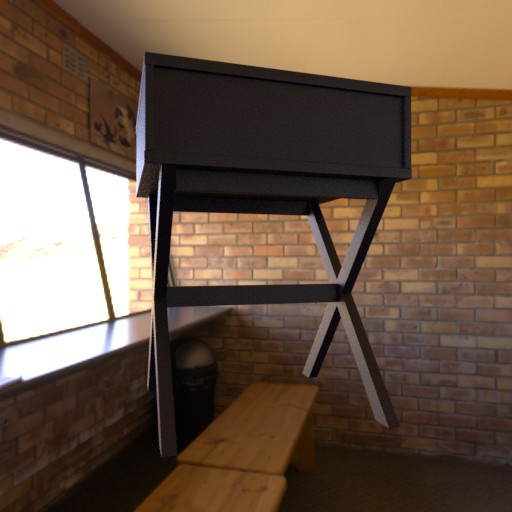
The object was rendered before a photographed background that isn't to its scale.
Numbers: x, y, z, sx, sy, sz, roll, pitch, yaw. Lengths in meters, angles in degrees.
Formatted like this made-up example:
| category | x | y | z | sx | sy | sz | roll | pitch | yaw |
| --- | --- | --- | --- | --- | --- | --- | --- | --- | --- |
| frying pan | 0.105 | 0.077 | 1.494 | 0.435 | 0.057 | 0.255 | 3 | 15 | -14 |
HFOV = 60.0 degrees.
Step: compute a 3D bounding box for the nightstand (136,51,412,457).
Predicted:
| category | x | y | z | sx | sy | sz | roll | pitch | yaw |
| --- | --- | --- | --- | --- | --- | --- | --- | --- | --- |
| nightstand | 0.000 | 0.000 | 0.937 | 0.479 | 0.623 | 0.402 | 0 | 0 | -17 |
